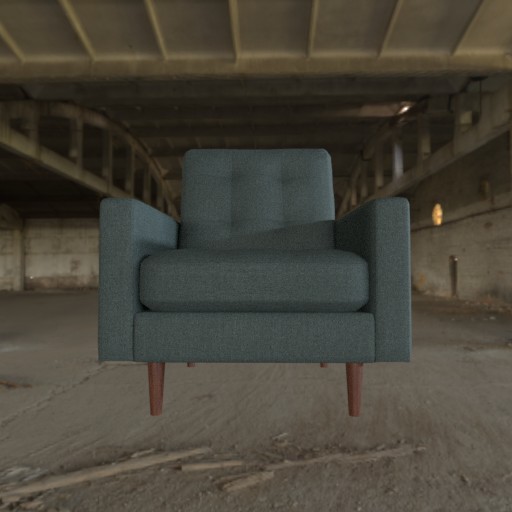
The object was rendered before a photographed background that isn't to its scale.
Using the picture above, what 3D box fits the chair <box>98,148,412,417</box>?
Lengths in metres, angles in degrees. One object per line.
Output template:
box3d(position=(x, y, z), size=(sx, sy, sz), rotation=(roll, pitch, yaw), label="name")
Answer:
box3d(position=(0.000, 0.000, 1.537), size=(0.821, 0.880, 0.843), rotation=(0, -2, 1), label="chair")
